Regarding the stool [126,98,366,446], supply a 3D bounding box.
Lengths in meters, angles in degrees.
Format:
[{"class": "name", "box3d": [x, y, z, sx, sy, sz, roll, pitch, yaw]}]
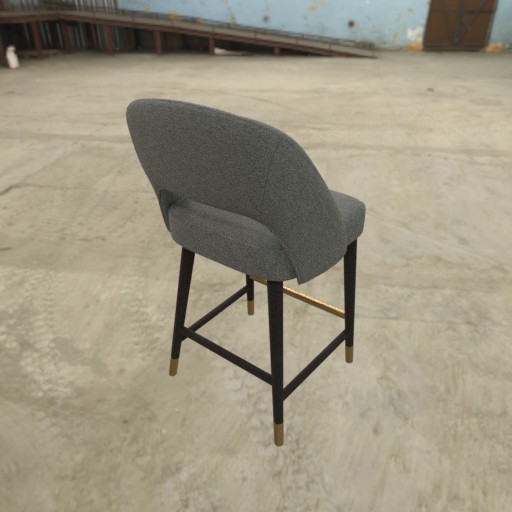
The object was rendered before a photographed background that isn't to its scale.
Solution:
[{"class": "stool", "box3d": [0.000, 0.000, 1.274, 0.536, 0.925, 0.524, 21, 36, 32]}]
